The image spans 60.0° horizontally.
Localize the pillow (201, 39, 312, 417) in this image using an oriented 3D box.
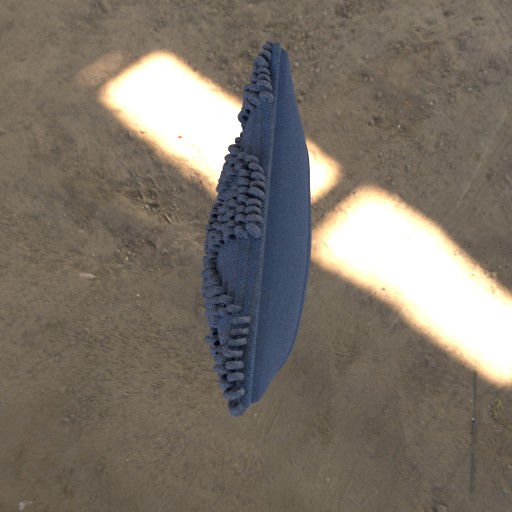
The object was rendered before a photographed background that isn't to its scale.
[{"bbox_3d":[0.000,0.000,0.727,0.172,0.466,0.469,5,74,1],"label":"pillow"}]
